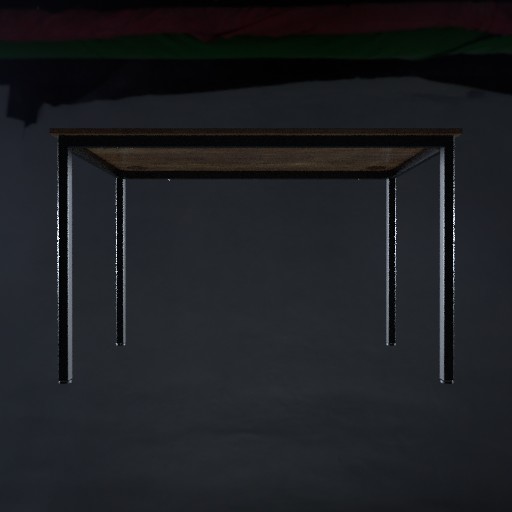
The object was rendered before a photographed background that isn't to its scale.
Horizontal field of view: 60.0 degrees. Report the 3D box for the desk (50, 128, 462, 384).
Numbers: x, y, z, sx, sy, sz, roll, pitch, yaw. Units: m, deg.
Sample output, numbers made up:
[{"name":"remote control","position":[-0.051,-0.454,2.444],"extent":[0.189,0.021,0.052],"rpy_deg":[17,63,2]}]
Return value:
[{"name":"desk","position":[0.000,0.000,1.589],"extent":[1.200,0.749,0.600],"rpy_deg":[0,0,0]}]
